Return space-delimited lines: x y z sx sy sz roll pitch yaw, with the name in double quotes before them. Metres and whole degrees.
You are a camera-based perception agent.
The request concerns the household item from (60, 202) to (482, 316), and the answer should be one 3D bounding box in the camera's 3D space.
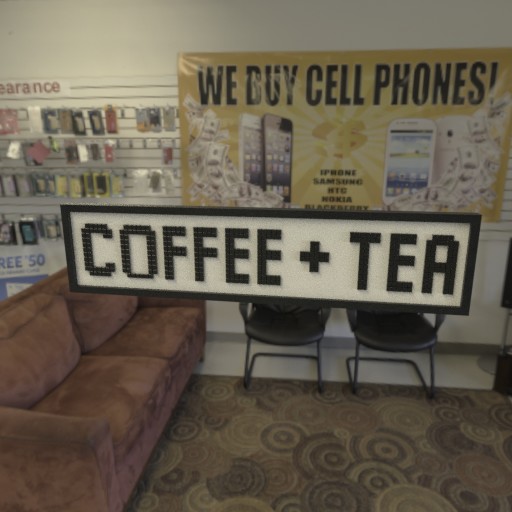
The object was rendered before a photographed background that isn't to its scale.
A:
"household item" 0.000 0.000 1.087 1.001 0.236 0.030 2 15 9
